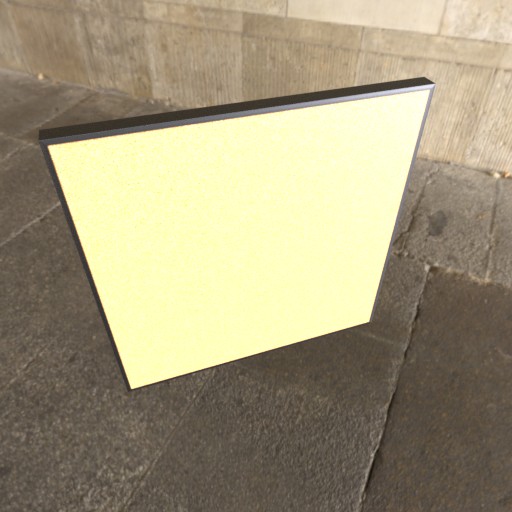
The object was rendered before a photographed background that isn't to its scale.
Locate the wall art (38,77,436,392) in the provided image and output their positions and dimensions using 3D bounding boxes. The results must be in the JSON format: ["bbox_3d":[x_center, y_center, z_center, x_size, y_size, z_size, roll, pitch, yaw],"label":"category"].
[{"bbox_3d":[0.000,0.000,1.090,0.769,0.766,0.042,-13,43,-14],"label":"wall art"}]
